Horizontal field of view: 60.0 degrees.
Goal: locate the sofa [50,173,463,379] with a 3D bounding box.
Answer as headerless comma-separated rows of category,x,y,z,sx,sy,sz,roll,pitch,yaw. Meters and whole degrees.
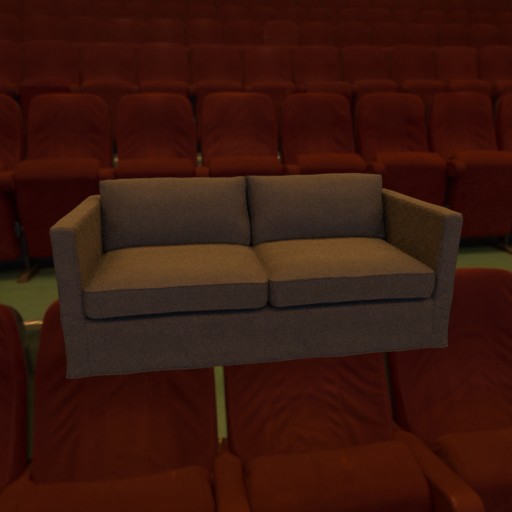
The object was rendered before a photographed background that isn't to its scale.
sofa,0.000,0.000,2.542,1.982,0.855,0.953,-3,17,-9
